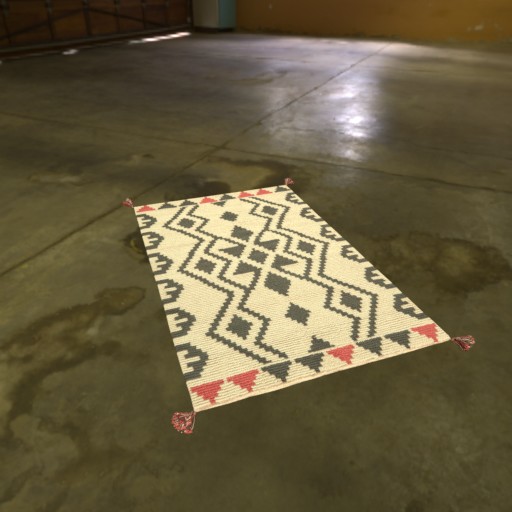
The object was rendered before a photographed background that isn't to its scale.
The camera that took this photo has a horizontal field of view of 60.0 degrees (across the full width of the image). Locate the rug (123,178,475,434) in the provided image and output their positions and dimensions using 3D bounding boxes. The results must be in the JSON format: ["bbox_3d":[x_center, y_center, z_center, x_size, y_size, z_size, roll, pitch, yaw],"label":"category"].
[{"bbox_3d":[0.000,0.000,3.315,1.741,0.066,2.672,-11,33,-17],"label":"rug"}]
